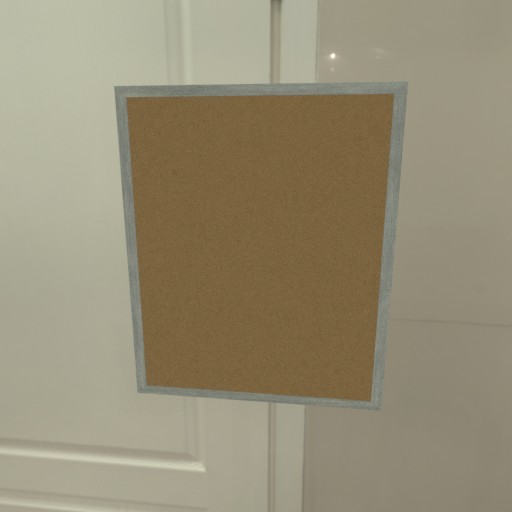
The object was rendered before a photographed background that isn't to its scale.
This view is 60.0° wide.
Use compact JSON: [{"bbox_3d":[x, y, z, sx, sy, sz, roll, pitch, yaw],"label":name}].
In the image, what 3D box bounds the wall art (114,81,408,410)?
[{"bbox_3d":[0.000,0.000,0.802,0.479,0.582,0.022,2,15,7],"label":"wall art"}]
